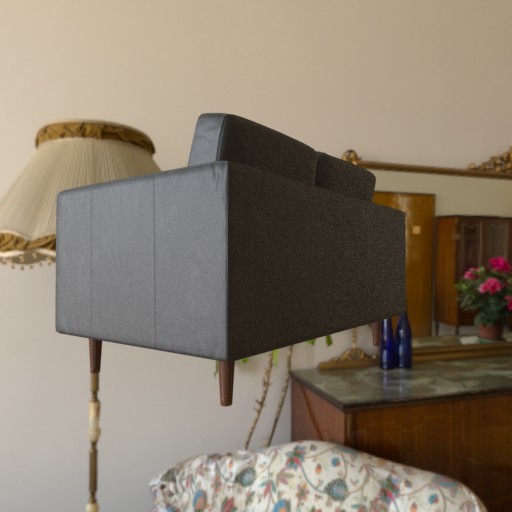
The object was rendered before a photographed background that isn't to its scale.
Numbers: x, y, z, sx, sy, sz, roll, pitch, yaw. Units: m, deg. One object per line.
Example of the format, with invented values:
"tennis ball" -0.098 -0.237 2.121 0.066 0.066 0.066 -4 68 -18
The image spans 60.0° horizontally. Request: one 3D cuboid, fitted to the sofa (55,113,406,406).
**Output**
"sofa" 0.000 0.000 1.982 0.879 0.899 1.430 -1 -1 37
